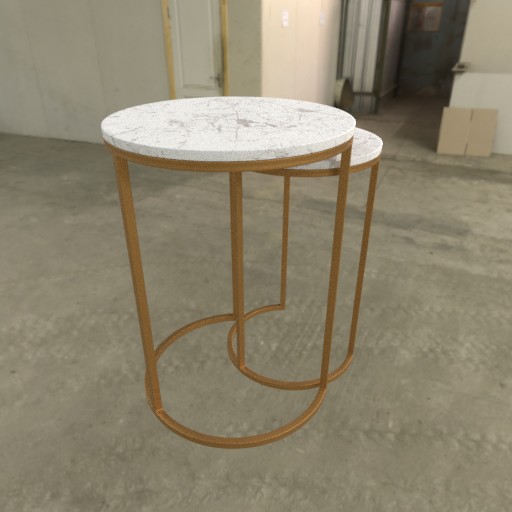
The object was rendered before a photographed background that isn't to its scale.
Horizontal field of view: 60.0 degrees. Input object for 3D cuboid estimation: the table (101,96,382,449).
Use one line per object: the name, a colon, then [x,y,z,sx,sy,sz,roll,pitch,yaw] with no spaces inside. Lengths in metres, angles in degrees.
table: [0.000,0.000,0.880,0.507,0.550,0.400,-20,35,-32]
